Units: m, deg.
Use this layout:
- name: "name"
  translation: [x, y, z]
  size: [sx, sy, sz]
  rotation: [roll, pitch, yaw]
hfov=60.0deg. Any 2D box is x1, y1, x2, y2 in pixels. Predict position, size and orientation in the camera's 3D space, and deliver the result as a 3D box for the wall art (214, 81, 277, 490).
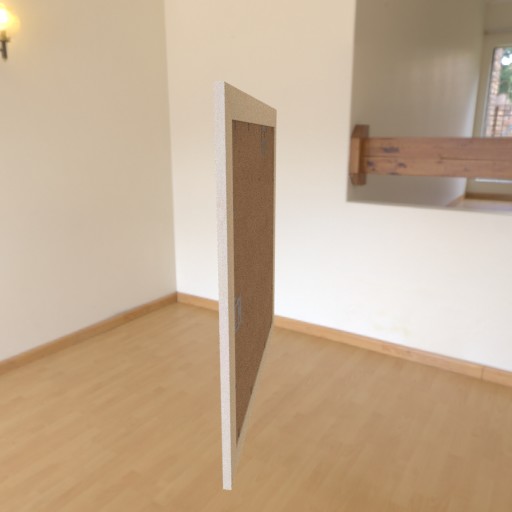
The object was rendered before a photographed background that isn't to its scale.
- name: "wall art"
  translation: [0.000, 0.000, 0.883]
  size: [0.013, 0.584, 0.584]
  rotation: [2, 15, 8]
